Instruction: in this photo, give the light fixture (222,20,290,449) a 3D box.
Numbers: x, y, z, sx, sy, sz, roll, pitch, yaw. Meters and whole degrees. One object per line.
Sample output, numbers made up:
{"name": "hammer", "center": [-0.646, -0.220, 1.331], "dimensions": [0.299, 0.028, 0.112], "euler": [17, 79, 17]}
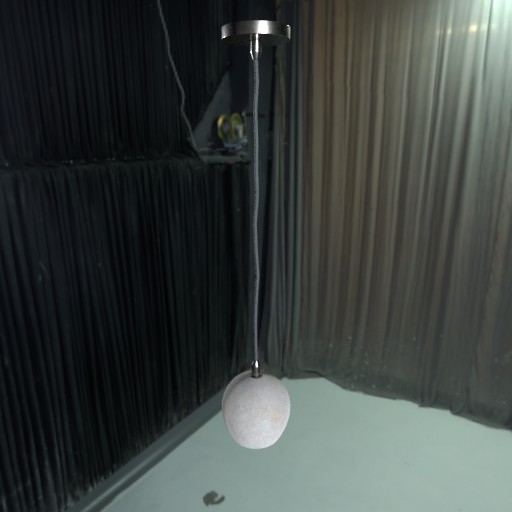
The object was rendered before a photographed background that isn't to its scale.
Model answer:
{"name": "light fixture", "center": [0.000, 0.000, 0.819], "dimensions": [0.139, 0.764, 0.139], "euler": [8, 18, 27]}
